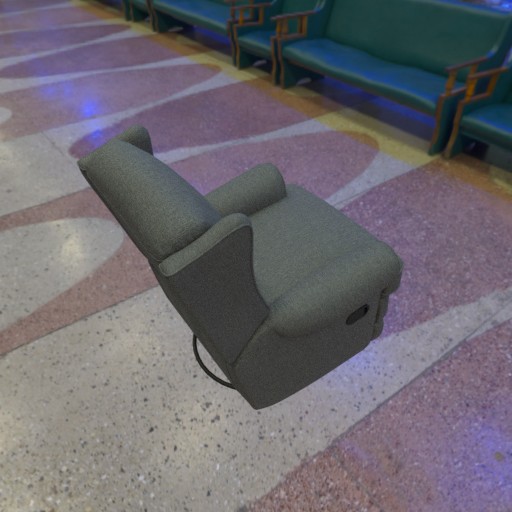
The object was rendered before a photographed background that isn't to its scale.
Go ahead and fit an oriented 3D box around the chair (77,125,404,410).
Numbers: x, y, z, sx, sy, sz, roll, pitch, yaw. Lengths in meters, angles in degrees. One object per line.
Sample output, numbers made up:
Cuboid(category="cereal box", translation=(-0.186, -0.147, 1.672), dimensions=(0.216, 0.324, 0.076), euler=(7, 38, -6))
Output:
Cuboid(category="chair", translation=(0.000, 0.000, 1.719), dimensions=(0.969, 1.011, 0.847), euler=(-25, 47, -25))
